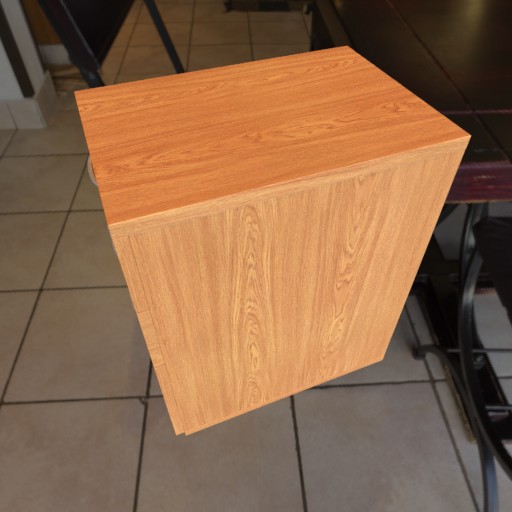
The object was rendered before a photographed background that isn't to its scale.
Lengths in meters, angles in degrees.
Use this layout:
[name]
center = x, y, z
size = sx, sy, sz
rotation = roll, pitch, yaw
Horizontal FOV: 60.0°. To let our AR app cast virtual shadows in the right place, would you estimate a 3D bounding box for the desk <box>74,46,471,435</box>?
[desk]
center = 0.000, 0.000, 1.044
size = 0.600, 0.730, 0.404
rotation = -16, 48, -15
